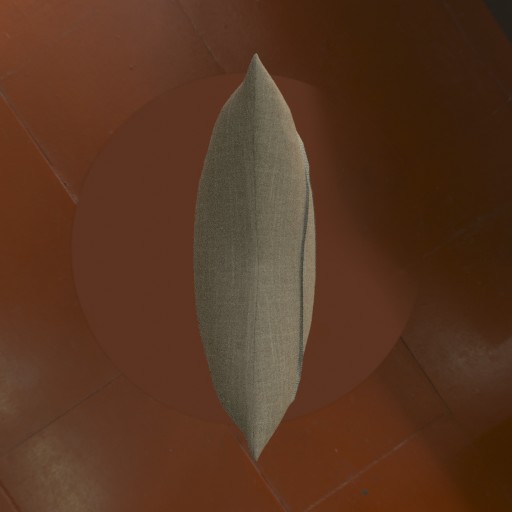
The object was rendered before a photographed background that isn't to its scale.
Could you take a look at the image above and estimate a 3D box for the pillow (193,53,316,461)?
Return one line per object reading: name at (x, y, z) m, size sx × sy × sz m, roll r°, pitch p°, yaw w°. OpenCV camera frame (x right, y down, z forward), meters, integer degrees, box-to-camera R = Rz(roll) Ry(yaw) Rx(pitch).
pillow at (0.000, 0.000, 0.639) m, size 0.169 × 0.400 × 0.424 m, roll 0°, pitch 91°, yaw -1°
